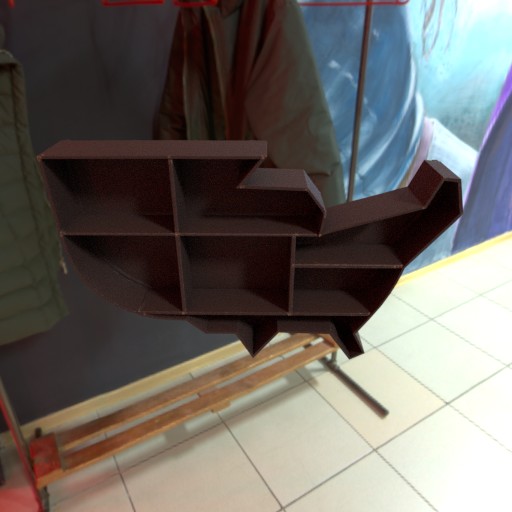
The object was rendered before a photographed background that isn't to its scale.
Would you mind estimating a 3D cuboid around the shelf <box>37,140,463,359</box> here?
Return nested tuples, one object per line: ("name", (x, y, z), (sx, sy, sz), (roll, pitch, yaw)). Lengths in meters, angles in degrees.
("shelf", (0.000, 0.000, 0.888), (0.729, 0.439, 0.112), (0, 29, 1))
